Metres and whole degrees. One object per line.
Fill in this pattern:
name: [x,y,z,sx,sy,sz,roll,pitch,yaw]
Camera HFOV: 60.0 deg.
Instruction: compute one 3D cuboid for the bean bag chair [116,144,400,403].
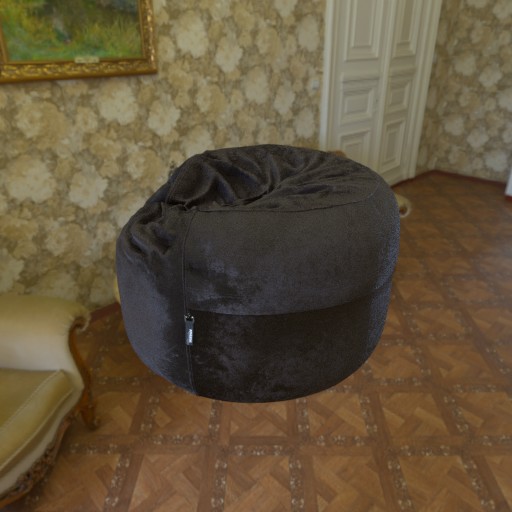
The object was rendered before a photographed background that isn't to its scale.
bean bag chair: [0.000,0.000,1.506,0.918,0.605,0.918,0,26,0]
